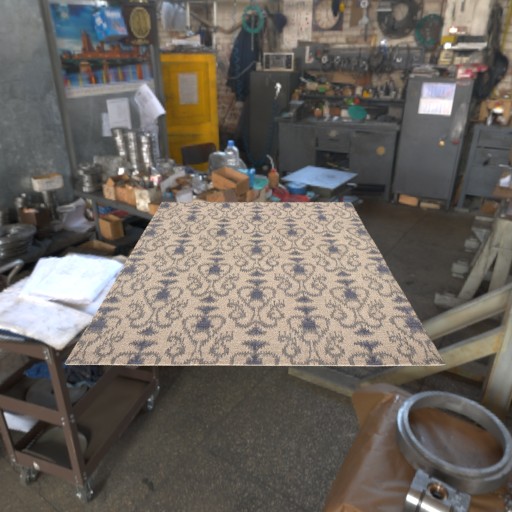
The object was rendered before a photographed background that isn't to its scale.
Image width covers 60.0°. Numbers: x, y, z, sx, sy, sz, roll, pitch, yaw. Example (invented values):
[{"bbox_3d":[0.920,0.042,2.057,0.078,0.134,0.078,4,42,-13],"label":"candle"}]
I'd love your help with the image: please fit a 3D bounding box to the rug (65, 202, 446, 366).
[{"bbox_3d":[0.000,0.000,4.261,2.437,0.015,3.205,0,26,0],"label":"rug"}]
